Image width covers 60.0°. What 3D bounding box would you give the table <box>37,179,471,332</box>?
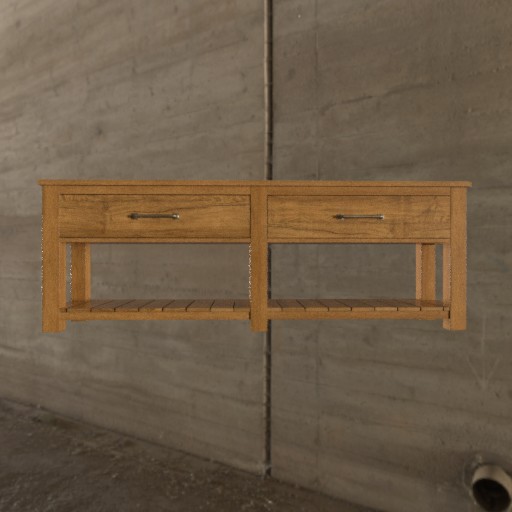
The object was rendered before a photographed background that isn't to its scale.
[{"bbox_3d":[0.000,0.000,2.049,1.815,0.635,0.425,0,0,-2],"label":"table"}]
